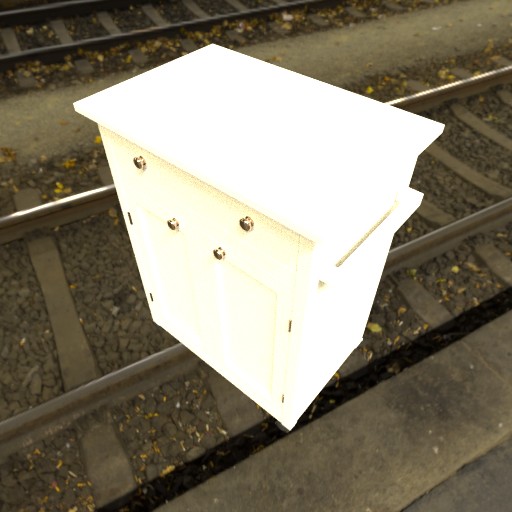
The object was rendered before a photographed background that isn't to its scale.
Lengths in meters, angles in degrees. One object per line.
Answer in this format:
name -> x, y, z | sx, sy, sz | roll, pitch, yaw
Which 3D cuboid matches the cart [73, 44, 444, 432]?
cart -> 0.000, 0.000, 1.253 | 0.683, 0.864, 0.442 | 31, 54, 27
